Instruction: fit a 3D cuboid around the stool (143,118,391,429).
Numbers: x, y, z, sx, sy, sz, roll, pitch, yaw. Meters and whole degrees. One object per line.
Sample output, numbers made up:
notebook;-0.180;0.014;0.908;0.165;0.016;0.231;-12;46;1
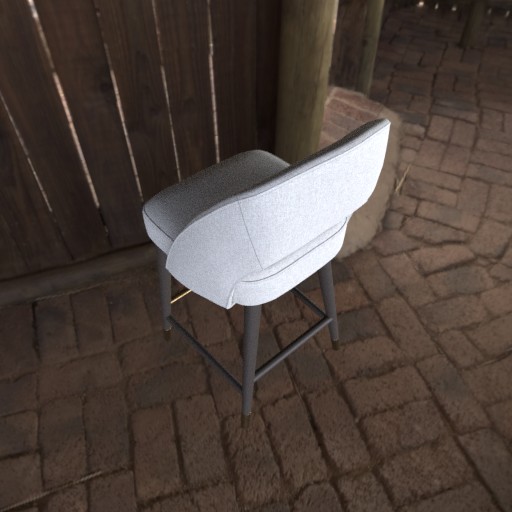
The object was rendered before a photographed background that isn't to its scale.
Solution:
stool;0.000;0.000;1.247;0.494;0.940;0.509;-32;54;-27
